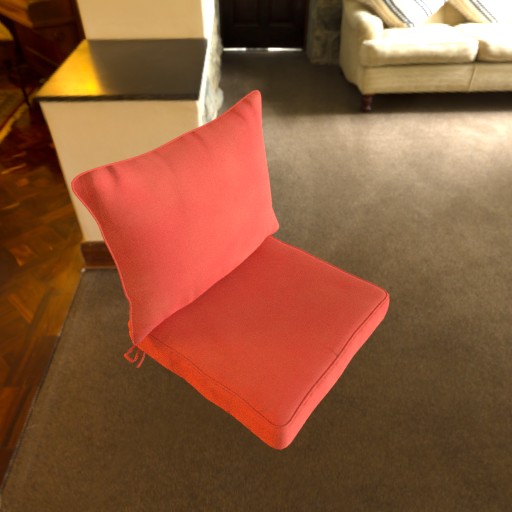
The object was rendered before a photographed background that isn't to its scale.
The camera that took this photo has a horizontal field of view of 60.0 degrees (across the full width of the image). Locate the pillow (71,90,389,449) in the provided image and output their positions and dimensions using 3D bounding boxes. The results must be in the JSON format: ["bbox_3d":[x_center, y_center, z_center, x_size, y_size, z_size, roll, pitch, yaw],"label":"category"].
[{"bbox_3d":[0.000,0.000,1.420,0.733,0.725,0.798,27,48,28],"label":"pillow"}]
